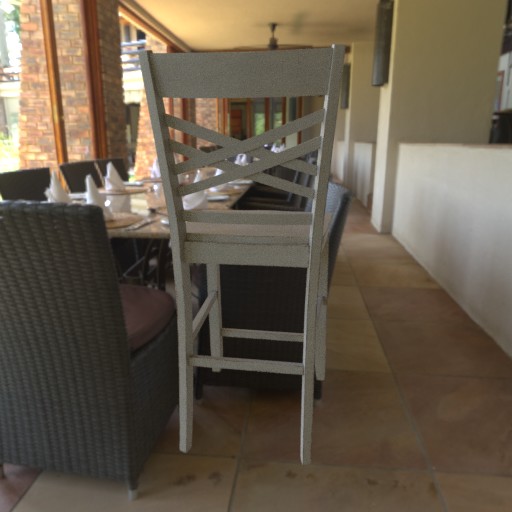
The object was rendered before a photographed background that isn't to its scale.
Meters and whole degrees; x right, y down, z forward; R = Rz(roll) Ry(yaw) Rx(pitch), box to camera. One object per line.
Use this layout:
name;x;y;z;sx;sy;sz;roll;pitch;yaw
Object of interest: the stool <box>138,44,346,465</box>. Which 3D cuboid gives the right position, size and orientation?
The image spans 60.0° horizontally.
stool;0.000;0.000;1.347;0.462;1.079;0.539;2;15;9
